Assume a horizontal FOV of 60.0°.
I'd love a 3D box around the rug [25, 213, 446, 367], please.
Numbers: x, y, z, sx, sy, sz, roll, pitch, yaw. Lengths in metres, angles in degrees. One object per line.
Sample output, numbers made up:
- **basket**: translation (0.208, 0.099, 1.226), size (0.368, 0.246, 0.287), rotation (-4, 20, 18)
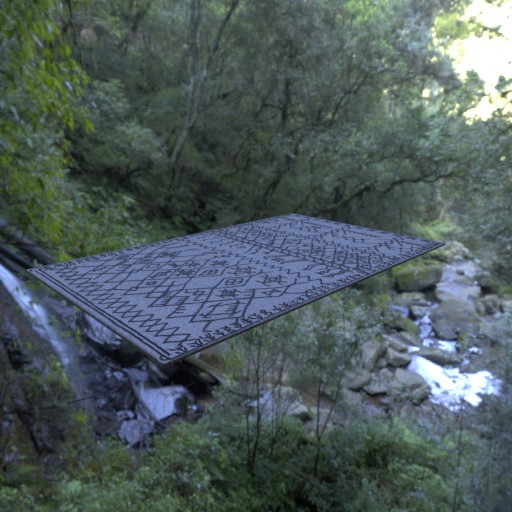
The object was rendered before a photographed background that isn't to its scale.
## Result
- **rug**: translation (0.000, 0.000, 2.994), size (2.444, 0.012, 1.526), rotation (-16, 23, -42)
